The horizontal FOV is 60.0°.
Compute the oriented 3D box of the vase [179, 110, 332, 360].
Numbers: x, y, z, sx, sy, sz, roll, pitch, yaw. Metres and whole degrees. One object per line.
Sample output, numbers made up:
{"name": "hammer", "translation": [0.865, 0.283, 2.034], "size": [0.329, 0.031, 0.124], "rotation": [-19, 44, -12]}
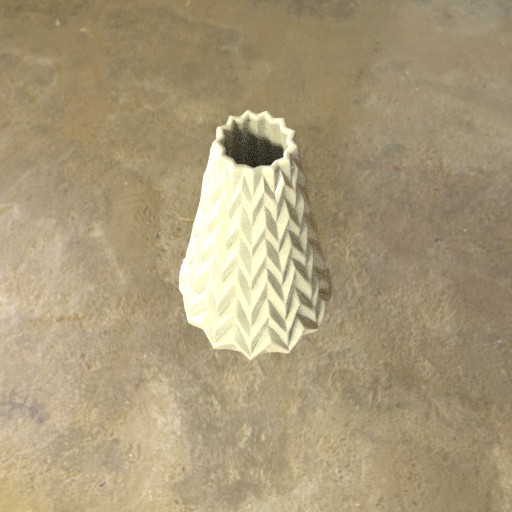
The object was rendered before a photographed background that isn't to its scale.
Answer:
{"name": "vase", "translation": [0.000, 0.000, 0.432], "size": [0.167, 0.328, 0.167], "rotation": [0, 62, 0]}
